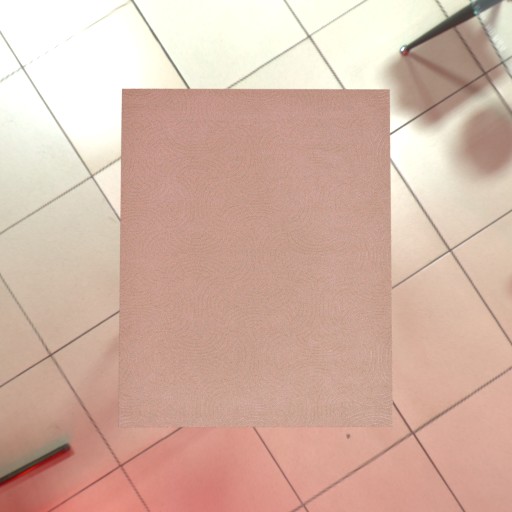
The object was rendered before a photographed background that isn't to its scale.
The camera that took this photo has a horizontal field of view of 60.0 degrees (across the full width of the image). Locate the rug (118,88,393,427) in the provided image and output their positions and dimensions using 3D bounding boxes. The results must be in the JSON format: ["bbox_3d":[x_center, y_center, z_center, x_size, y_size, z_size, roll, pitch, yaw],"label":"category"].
[{"bbox_3d":[0.000,0.000,3.382,2.073,0.011,2.584,0,88,0],"label":"rug"}]
